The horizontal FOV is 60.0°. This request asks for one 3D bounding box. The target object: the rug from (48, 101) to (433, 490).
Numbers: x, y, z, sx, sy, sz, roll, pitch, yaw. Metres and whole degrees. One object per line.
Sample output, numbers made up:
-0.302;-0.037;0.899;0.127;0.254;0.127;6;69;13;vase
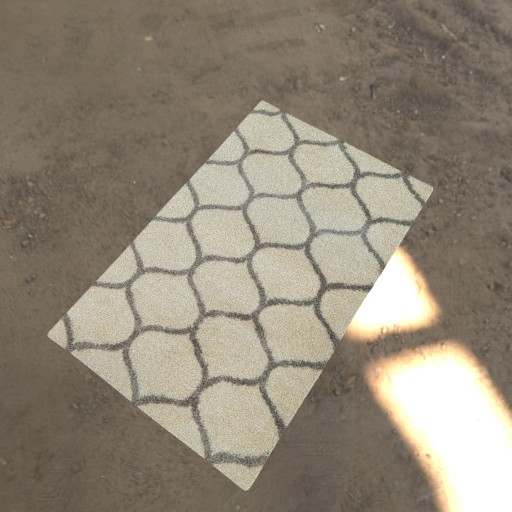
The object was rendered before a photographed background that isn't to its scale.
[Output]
0.000;0.000;2.954;1.501;0.024;2.348;32;68;14;rug
